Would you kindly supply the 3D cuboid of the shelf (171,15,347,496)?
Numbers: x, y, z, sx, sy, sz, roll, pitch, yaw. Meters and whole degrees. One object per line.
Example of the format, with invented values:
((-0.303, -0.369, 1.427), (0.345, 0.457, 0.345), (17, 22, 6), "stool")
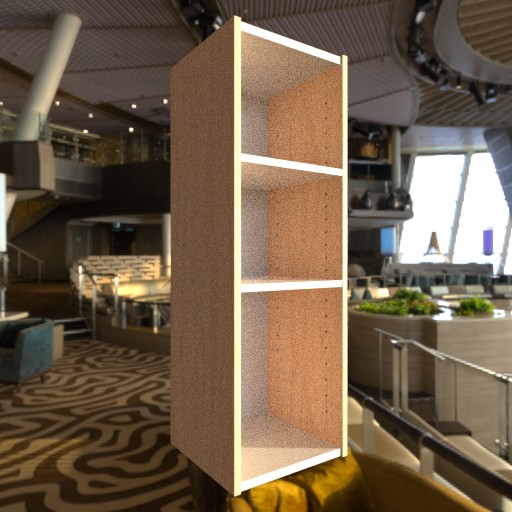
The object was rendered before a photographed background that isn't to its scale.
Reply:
((0.000, 0.000, 1.033), (0.300, 0.900, 0.290), (0, 0, -35), "shelf")
